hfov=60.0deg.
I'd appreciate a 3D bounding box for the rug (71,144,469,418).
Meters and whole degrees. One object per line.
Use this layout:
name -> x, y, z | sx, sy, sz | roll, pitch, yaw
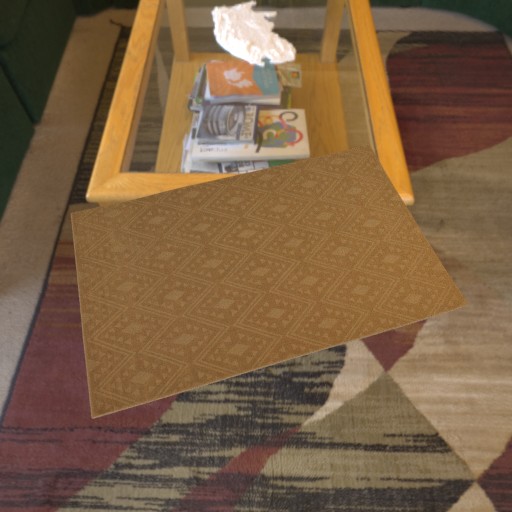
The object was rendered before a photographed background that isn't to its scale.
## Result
rug -> 0.000, 0.000, 3.110 | 2.430, 0.053, 1.553 | -14, 59, -9
